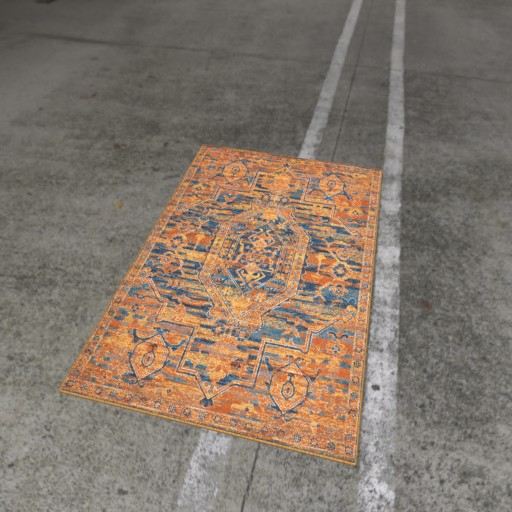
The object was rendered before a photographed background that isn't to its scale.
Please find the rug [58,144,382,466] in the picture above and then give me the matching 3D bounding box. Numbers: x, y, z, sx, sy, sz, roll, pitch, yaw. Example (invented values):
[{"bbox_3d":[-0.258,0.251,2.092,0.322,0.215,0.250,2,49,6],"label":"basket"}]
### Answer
[{"bbox_3d":[0.000,0.000,2.202,1.148,0.013,1.758,10,48,9],"label":"rug"}]
